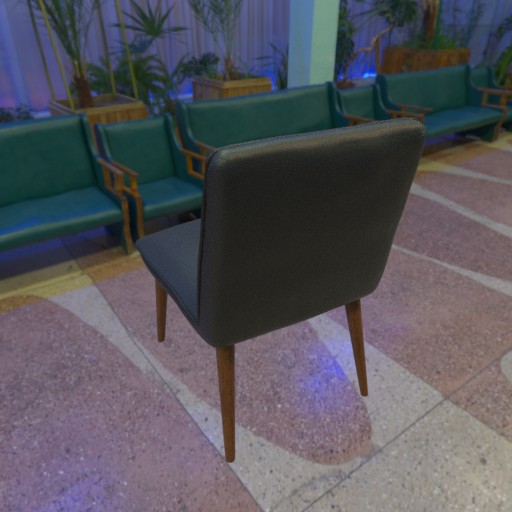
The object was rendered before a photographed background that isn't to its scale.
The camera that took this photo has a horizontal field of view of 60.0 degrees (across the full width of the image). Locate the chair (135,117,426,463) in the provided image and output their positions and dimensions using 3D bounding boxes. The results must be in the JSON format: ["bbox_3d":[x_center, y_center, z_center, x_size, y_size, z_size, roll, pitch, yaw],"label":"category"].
[{"bbox_3d":[0.000,0.000,1.211,0.543,0.801,0.645,-18,35,-29],"label":"chair"}]
